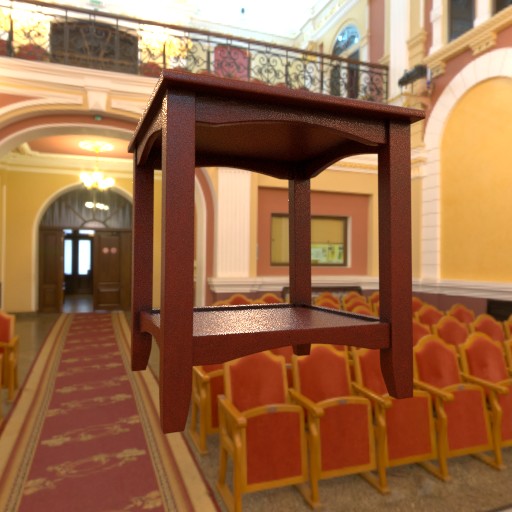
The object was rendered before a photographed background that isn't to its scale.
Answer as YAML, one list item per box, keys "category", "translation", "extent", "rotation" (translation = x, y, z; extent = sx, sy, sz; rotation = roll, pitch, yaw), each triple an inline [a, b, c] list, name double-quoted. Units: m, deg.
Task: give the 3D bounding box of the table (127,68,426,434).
- category: "table"
  translation: [0.000, 0.000, 0.986]
  extent: [0.523, 0.558, 0.522]
  rotation: [0, 0, -20]
